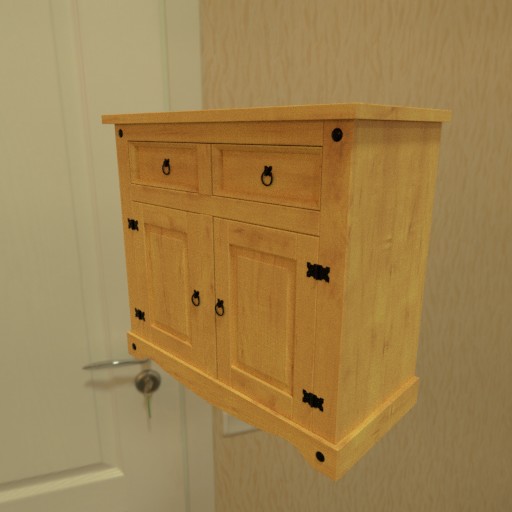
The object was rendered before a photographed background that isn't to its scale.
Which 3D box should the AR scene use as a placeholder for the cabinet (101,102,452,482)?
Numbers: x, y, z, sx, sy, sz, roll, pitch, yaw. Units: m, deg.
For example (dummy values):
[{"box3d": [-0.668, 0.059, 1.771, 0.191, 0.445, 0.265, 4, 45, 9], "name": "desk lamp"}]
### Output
[{"box3d": [0.000, 0.000, 1.367, 0.920, 0.840, 0.450, 14, 21, 41], "name": "cabinet"}]
